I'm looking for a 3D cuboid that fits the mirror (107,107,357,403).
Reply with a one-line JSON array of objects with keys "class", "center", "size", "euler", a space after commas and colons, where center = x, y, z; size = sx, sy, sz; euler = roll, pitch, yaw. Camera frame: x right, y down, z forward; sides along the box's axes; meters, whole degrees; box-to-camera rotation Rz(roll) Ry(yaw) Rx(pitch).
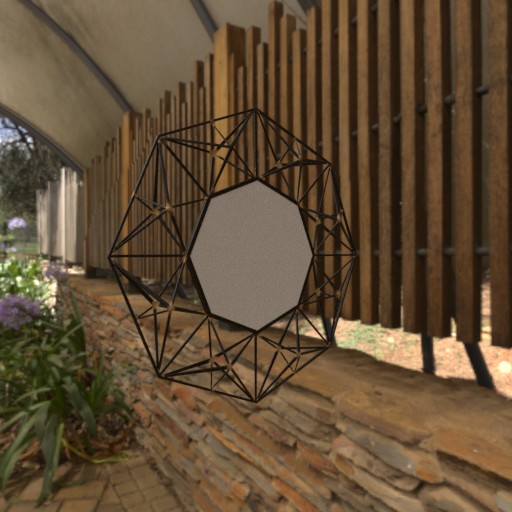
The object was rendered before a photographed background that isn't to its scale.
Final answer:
[{"class": "mirror", "center": [0.000, 0.000, 1.065], "size": [0.710, 0.710, 0.094], "euler": [0, 1, -36]}]
